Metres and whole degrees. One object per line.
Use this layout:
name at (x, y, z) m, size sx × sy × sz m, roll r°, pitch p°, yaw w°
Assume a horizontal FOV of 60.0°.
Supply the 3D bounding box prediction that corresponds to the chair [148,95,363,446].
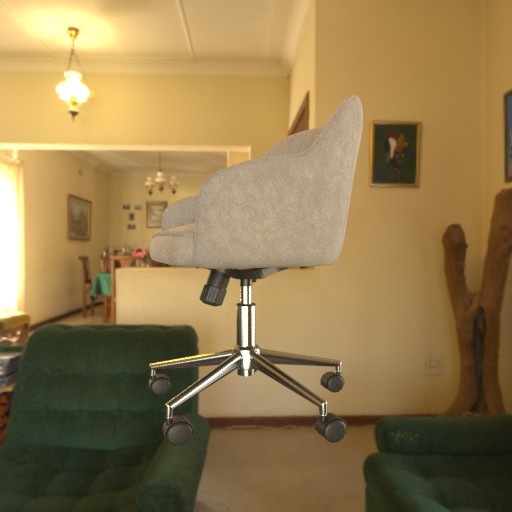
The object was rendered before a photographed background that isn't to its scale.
chair at (0.000, 0.000, 1.259) m, size 0.573 × 0.831 × 0.635 m, roll 0°, pitch 1°, yaw -19°
